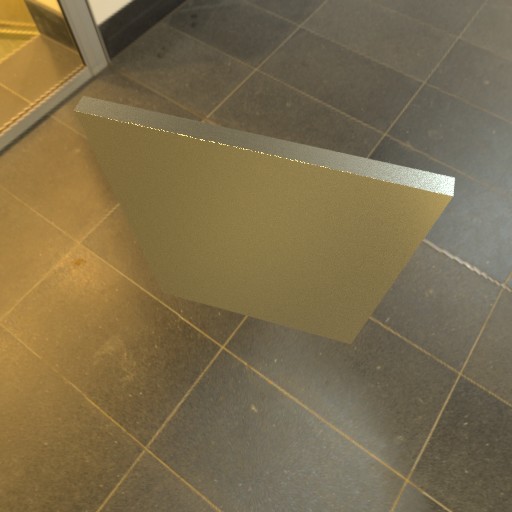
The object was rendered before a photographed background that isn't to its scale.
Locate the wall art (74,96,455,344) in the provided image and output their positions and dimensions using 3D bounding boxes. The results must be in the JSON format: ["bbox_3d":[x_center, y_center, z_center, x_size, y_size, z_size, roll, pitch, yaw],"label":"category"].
[{"bbox_3d":[0.000,0.000,0.758,0.444,0.569,0.025,14,64,7],"label":"wall art"}]
